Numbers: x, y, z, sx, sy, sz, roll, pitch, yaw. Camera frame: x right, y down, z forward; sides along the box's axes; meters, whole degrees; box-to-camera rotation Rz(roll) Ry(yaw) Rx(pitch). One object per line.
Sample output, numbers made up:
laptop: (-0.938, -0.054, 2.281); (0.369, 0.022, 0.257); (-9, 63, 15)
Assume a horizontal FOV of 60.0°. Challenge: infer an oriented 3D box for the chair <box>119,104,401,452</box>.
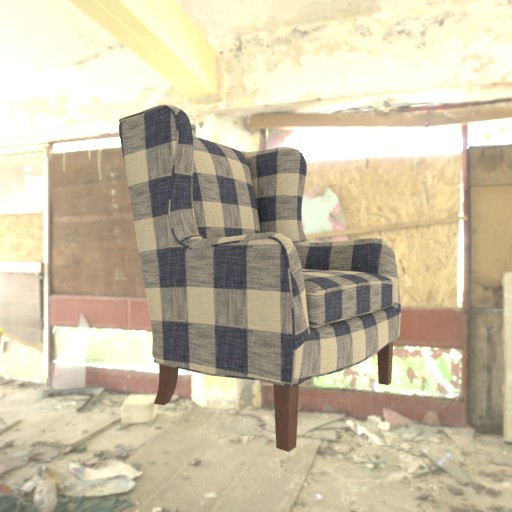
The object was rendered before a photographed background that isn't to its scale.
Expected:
chair: (0.000, 0.000, 1.736); (0.889, 1.041, 0.830); (0, 1, 37)
